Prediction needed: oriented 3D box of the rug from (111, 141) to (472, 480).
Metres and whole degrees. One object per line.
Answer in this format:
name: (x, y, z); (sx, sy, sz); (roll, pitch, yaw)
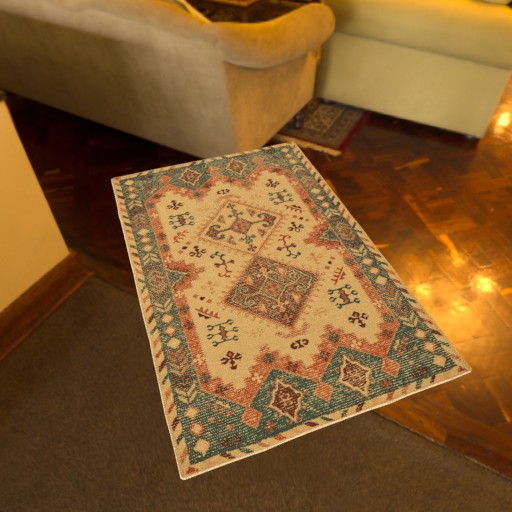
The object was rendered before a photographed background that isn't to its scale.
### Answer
rug: (0.000, 0.000, 2.262); (1.225, 0.015, 1.840); (-15, 48, -14)
